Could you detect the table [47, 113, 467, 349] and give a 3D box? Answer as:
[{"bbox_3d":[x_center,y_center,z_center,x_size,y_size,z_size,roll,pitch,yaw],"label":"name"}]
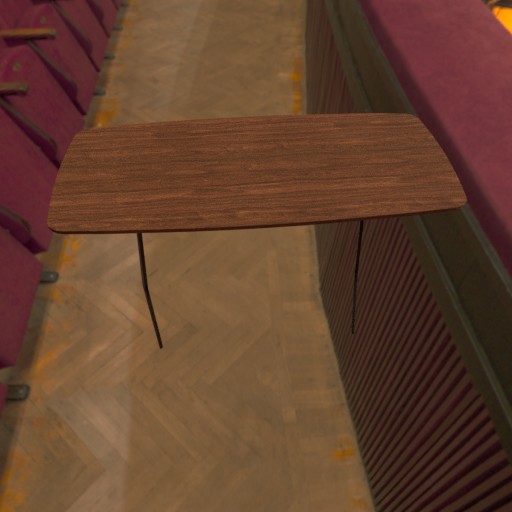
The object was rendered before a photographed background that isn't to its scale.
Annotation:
[{"bbox_3d":[0.000,0.000,1.132,0.804,0.576,0.361,-4,49,-3],"label":"table"}]
